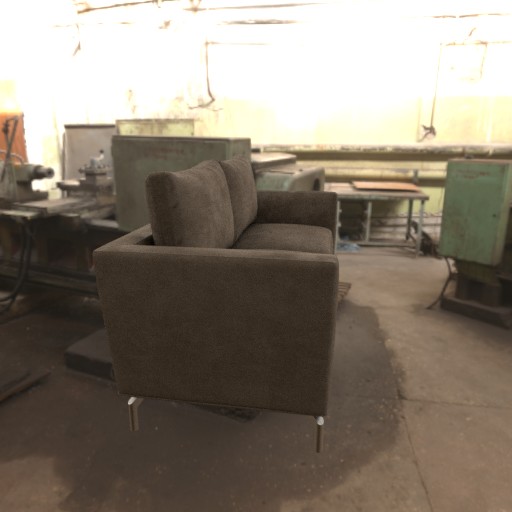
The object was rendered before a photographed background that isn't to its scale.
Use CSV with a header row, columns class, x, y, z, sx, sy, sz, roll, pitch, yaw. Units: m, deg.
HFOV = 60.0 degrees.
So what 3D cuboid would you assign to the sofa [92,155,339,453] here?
class,x,y,z,sx,sy,sz,roll,pitch,yaw
sofa,0.000,0.000,2.386,0.855,1.013,1.832,3,15,10
